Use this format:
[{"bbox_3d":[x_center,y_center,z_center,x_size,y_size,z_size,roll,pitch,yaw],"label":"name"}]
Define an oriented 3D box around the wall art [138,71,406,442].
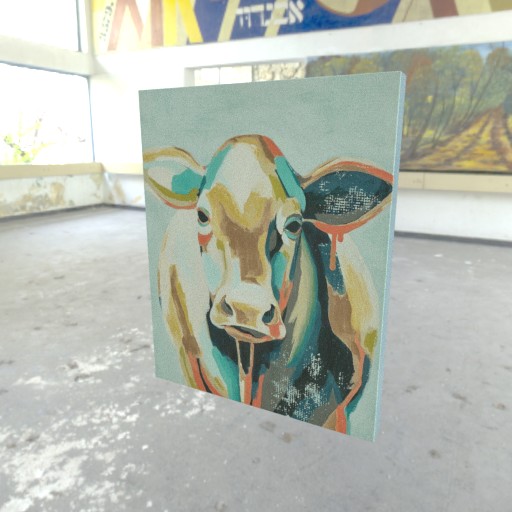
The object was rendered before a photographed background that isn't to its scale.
[{"bbox_3d":[0.000,0.000,0.696,0.409,0.509,0.037,7,16,27],"label":"wall art"}]
